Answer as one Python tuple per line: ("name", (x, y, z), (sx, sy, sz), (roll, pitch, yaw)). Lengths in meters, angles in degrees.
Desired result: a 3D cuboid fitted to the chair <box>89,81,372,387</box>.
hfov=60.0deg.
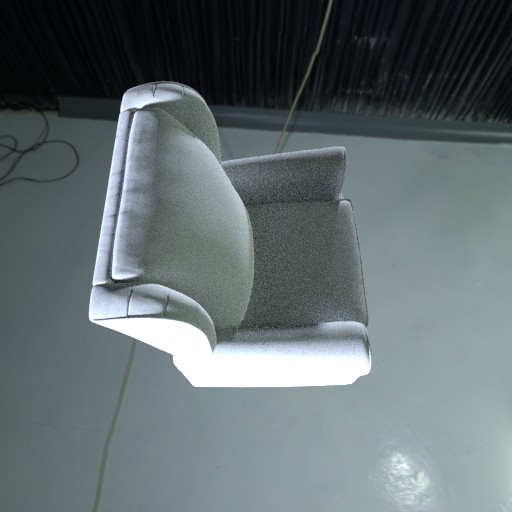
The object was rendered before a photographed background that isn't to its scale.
("chair", (0.000, 0.000, 1.669), (0.854, 0.967, 0.906), (-1, 64, 0))
